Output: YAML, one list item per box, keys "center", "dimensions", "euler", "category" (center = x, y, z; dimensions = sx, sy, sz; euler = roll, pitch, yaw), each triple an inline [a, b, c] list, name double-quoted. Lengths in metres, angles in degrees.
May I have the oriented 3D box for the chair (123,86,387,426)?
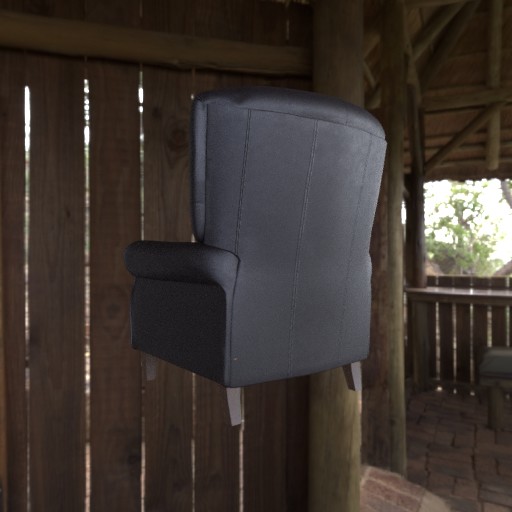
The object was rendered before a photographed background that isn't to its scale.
- center: [0.000, 0.000, 1.949]
  dimensions: [0.948, 1.158, 1.058]
  euler: [0, 0, -38]
  category: "chair"
